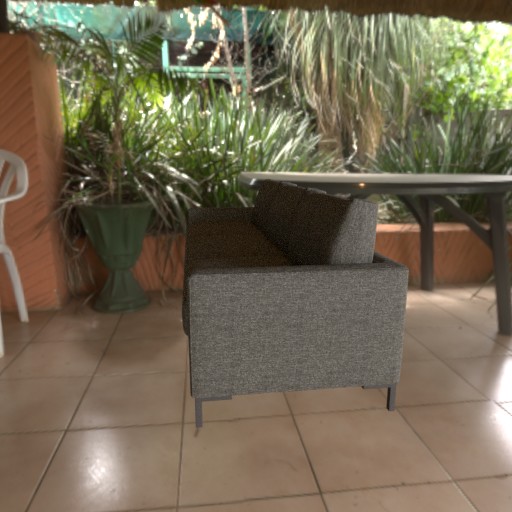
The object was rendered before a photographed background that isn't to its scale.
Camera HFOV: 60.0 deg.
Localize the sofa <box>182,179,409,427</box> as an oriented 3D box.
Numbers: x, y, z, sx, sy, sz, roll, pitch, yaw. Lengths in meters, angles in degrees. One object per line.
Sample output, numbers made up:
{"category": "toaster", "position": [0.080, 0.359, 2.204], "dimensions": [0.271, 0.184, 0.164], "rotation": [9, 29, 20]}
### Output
{"category": "sofa", "position": [0.000, 0.000, 2.746], "dimensions": [0.876, 0.879, 2.253], "rotation": [-2, 12, -8]}
